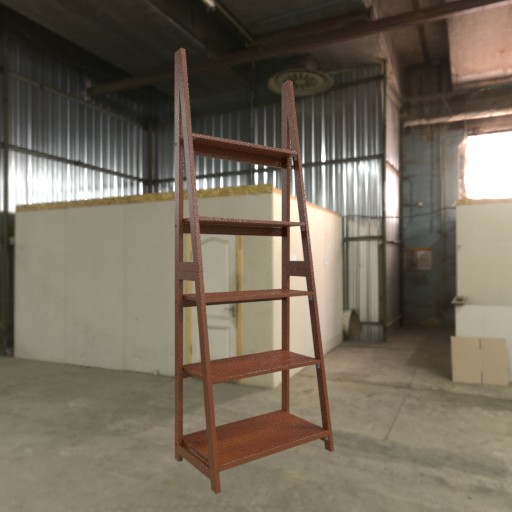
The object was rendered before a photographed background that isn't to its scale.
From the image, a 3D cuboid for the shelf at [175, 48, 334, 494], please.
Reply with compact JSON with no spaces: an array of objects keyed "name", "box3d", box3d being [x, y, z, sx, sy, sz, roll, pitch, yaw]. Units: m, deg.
[{"name":"shelf","box3d":[0.000,0.000,1.984,0.630,1.780,0.356,0,0,-36]}]
